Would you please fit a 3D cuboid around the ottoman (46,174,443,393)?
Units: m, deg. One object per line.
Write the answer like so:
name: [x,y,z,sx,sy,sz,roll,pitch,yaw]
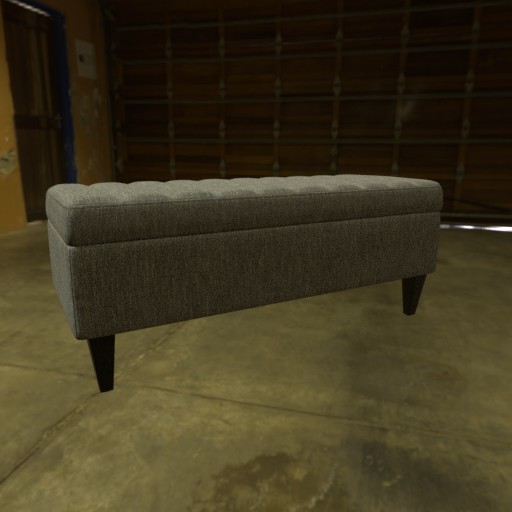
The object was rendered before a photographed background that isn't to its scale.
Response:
ottoman: [0.000,0.000,1.402,1.151,0.469,0.482,-7,15,-28]
